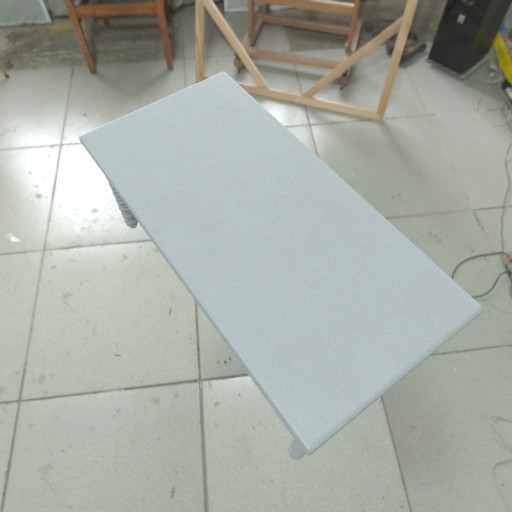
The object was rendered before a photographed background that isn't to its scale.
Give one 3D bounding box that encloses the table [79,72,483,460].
[{"bbox_3d":[0.000,0.000,1.475,0.580,0.487,1.171,-32,63,-18],"label":"table"}]
